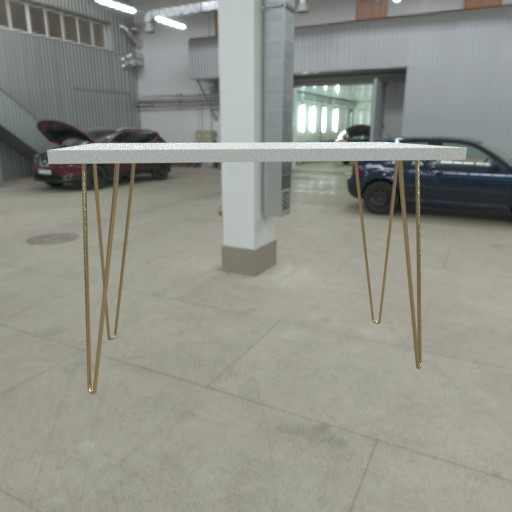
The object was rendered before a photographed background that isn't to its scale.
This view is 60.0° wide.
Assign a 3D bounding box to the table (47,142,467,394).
[{"bbox_3d":[0.000,0.000,1.360,0.991,0.660,0.498,-2,16,-8],"label":"table"}]
